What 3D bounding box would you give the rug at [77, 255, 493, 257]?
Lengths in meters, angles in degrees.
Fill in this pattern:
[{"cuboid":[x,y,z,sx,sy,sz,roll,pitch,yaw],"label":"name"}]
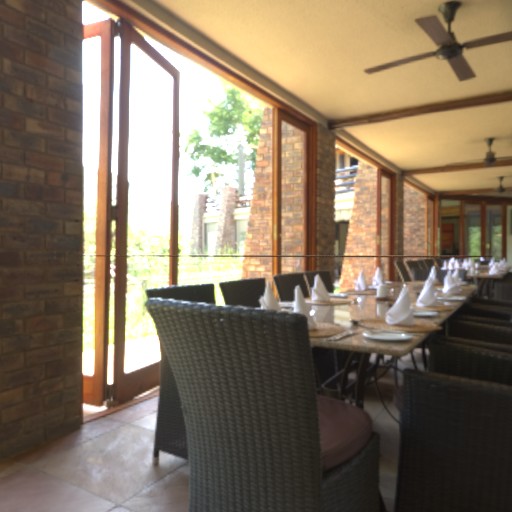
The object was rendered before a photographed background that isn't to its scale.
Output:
[{"cuboid":[0.000,0.000,2.666,2.437,0.006,0.792,0,0,35],"label":"rug"}]
